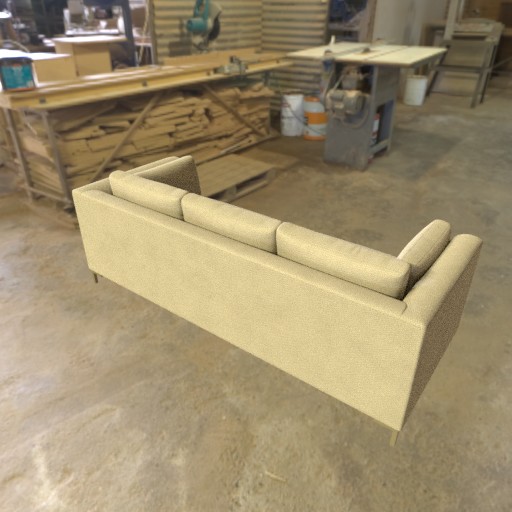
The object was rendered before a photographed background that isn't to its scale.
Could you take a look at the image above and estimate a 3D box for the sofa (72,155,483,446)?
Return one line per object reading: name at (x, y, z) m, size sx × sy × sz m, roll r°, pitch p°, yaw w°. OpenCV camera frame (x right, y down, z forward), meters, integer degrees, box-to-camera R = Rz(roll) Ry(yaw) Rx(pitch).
sofa at (0.000, 0.000, 2.874) m, size 2.415 × 0.867 × 0.969 m, roll 21°, pitch 36°, yaw 31°
